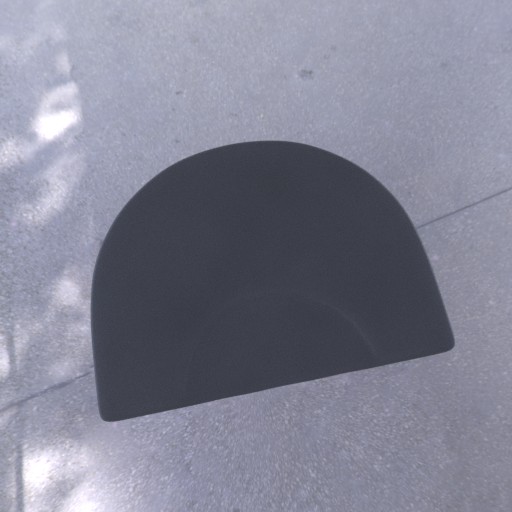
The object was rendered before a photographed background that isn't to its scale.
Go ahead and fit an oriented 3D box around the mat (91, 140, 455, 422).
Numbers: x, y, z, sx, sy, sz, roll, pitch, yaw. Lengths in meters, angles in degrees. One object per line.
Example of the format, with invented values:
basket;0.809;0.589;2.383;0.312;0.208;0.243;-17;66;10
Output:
mat;0.000;0.000;1.591;1.220;0.016;0.917;-11;75;-3
